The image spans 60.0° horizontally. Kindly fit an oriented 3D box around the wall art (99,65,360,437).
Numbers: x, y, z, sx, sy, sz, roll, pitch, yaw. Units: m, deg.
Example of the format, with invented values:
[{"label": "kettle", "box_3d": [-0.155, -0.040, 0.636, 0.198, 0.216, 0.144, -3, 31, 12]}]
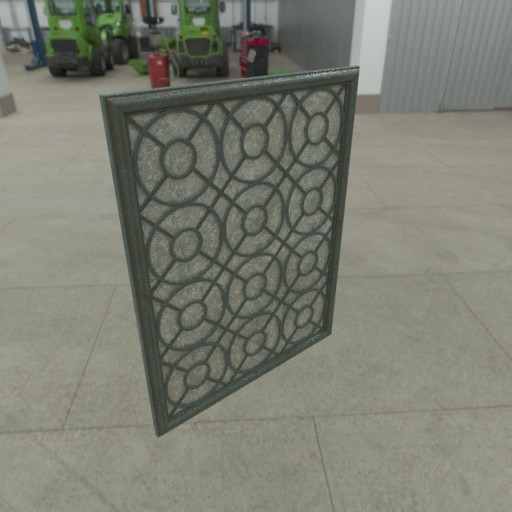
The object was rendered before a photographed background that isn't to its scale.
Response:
[{"label": "wall art", "box_3d": [0.000, 0.000, 1.306, 0.767, 0.983, 0.030, -22, 36, -33]}]
